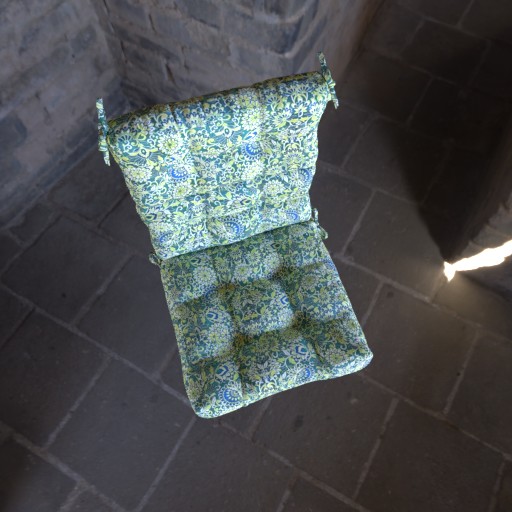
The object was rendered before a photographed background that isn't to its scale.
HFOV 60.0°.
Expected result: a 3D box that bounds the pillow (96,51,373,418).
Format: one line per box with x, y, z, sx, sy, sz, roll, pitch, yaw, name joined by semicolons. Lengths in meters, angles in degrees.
0.000;0.000;1.026;0.519;0.605;0.571;-16;66;-7;pillow
